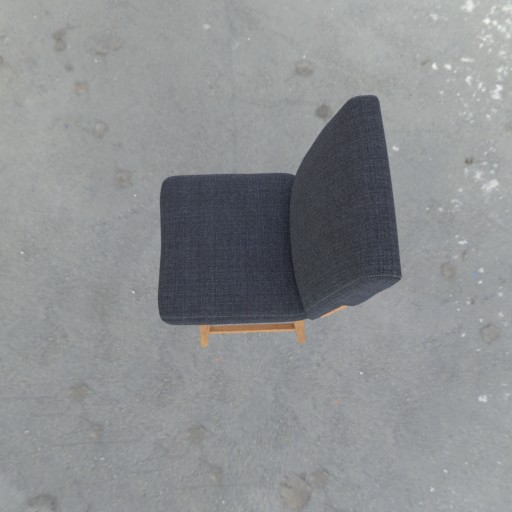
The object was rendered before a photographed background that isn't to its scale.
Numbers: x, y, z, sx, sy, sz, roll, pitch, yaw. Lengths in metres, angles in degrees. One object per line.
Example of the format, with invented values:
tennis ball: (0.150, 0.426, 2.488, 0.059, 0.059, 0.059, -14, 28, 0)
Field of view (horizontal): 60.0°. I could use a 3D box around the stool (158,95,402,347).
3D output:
stool: (0.000, 0.000, 1.427, 0.570, 1.112, 0.483, -2, 75, -1)
